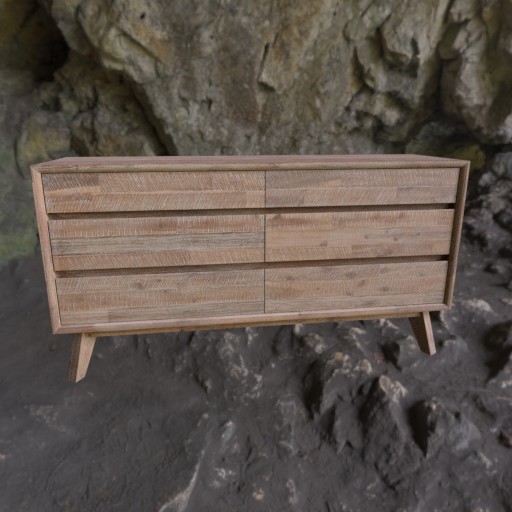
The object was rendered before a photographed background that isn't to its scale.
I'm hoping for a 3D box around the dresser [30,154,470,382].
[{"bbox_3d":[0.000,0.000,1.876,1.554,0.805,0.455,-2,16,-8],"label":"dresser"}]
